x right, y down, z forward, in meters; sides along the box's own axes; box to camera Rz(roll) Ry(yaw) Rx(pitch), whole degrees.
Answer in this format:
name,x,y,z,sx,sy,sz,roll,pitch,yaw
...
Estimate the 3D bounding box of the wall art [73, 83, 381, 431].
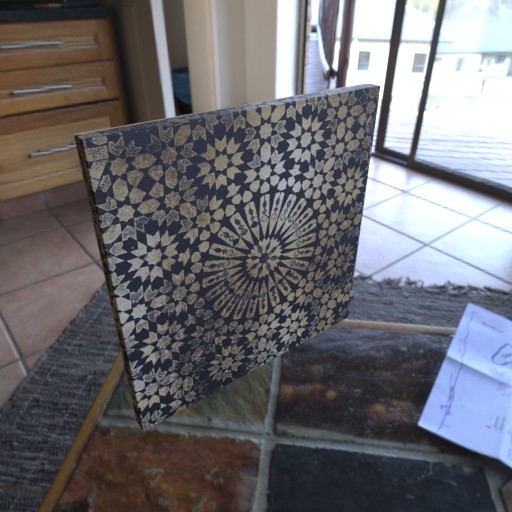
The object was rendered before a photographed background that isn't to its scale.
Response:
name,x,y,z,sx,sy,sz,roll,pitch,yaw
wall art,0.000,0.000,0.924,0.612,0.612,0.038,-22,38,-31
